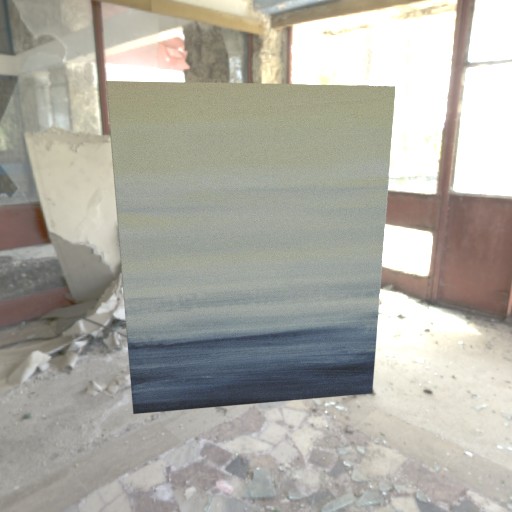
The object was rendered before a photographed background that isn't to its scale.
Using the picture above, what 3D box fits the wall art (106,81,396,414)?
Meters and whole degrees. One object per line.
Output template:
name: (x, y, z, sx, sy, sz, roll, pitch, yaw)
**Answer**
wall art: (0.000, 0.000, 0.838, 0.489, 0.608, 0.040, -2, 15, -8)
